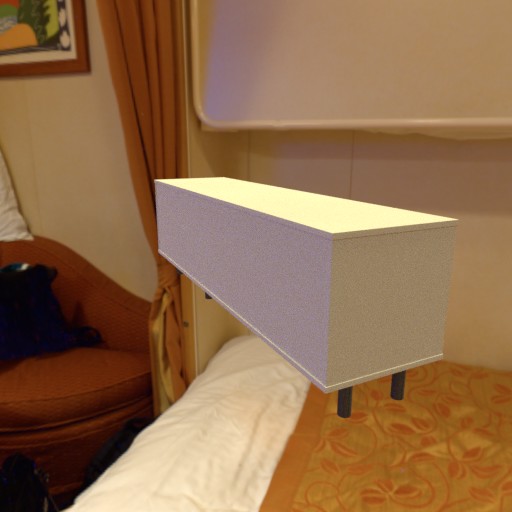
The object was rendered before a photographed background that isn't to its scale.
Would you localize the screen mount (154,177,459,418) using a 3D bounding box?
[{"bbox_3d":[0.000,0.000,1.828,0.418,0.520,1.600,-7,16,-26],"label":"screen mount"}]
